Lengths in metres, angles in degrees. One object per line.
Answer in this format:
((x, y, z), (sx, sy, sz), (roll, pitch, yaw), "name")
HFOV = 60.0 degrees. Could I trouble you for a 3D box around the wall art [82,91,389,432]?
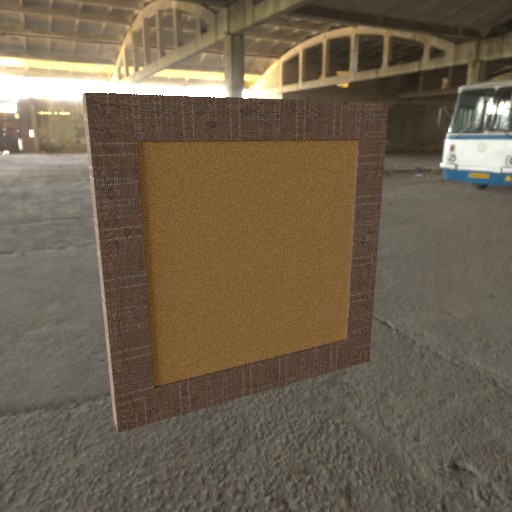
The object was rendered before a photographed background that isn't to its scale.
((0.000, 0.000, 0.794), (0.531, 0.531, 0.040), (-8, 17, -26), "wall art")
